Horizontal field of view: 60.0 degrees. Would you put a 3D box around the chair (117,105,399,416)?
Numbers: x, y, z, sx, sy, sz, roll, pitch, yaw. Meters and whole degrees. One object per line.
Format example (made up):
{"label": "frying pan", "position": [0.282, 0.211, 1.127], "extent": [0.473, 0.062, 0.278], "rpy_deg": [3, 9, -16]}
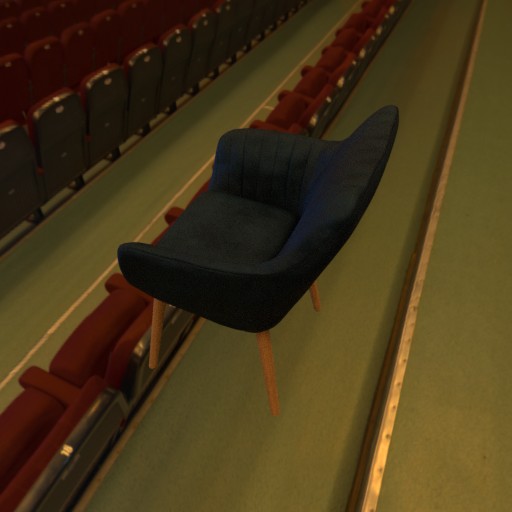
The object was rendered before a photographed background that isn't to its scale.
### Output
{"label": "chair", "position": [0.000, 0.000, 1.234], "extent": [0.573, 0.826, 0.578], "rpy_deg": [17, 47, 16]}
